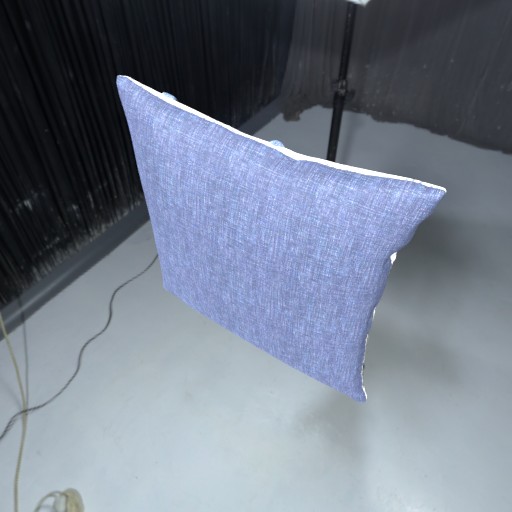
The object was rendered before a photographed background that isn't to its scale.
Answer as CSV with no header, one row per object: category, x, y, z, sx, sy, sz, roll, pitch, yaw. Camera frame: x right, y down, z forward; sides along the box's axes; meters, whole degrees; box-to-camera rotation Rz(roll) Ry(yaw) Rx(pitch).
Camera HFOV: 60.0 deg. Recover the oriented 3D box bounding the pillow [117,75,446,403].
pillow,0.000,0.000,0.762,0.510,0.510,0.145,26,52,23
